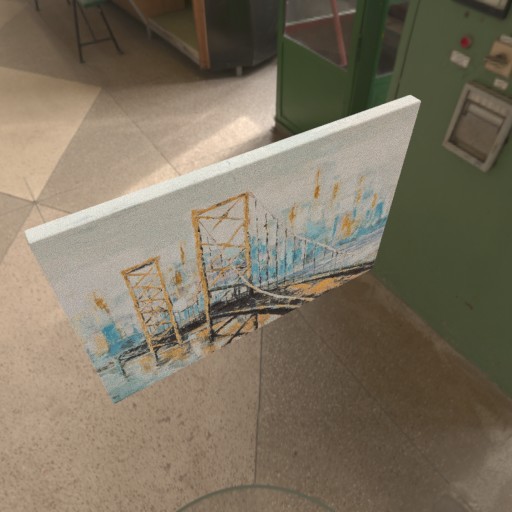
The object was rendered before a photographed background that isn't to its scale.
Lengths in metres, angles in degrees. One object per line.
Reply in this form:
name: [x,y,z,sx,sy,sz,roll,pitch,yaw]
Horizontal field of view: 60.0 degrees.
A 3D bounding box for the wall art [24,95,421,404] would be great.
wall art: [0.000,0.000,1.131,0.913,0.609,0.038,-24,52,-21]
